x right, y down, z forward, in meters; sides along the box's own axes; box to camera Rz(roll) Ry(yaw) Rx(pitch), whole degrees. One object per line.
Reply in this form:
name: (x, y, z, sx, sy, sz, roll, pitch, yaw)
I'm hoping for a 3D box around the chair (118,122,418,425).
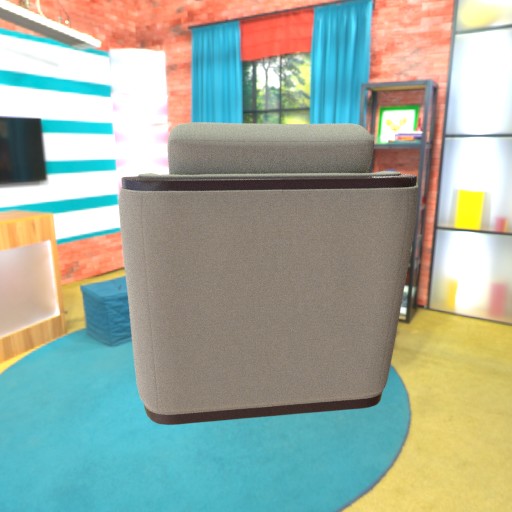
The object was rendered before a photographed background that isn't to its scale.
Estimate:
chair: (0.000, 0.000, 1.661, 0.870, 0.930, 0.950, -2, 14, -8)
